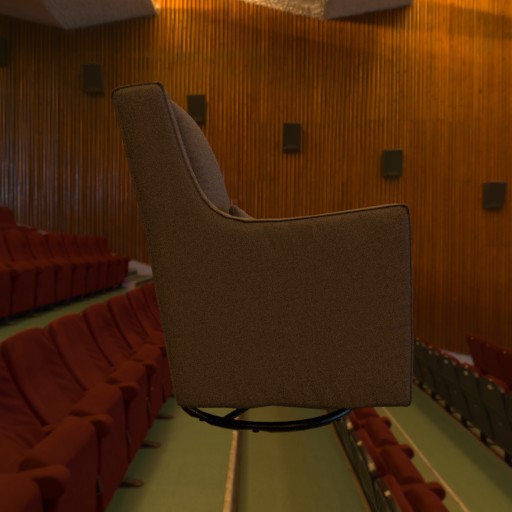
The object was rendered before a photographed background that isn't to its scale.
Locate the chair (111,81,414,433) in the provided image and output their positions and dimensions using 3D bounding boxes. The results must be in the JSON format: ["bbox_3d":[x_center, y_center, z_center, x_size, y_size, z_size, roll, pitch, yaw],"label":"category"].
[{"bbox_3d":[0.000,0.000,1.542,0.879,0.993,0.732,0,1,-1],"label":"chair"}]
